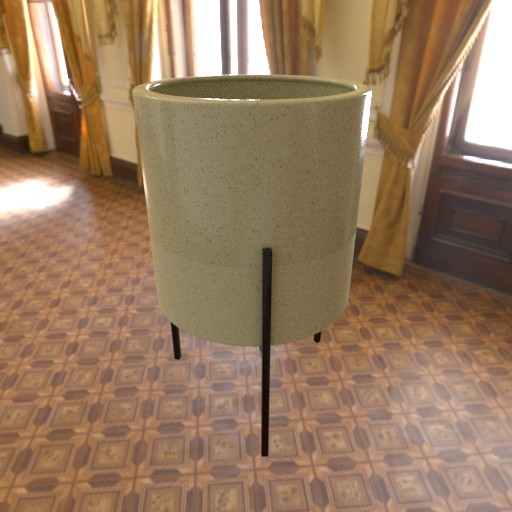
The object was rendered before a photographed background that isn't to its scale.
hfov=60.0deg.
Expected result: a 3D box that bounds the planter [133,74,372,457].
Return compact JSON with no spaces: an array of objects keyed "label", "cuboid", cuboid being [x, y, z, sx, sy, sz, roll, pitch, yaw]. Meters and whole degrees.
[{"label":"planter","cuboid":[0.000,0.000,0.537,0.243,0.390,0.234,-19,33,-32]}]
